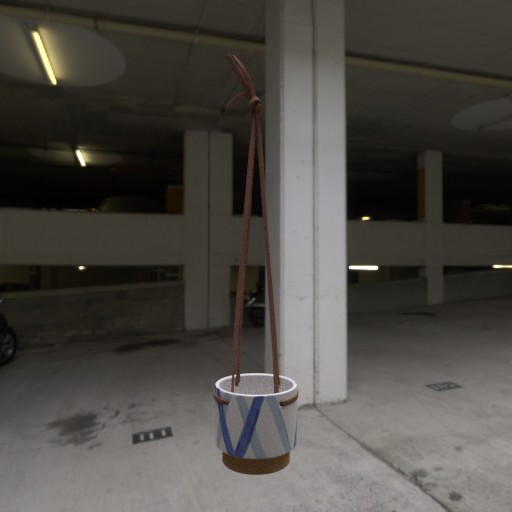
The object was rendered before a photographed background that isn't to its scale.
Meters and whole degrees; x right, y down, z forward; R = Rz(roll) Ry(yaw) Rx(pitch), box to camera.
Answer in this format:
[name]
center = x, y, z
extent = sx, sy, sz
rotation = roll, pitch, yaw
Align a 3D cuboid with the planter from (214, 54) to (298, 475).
[planter]
center = 0.000, 0.000, 0.827
extent = 0.157, 0.753, 0.153
rotation = 0, -1, -17
